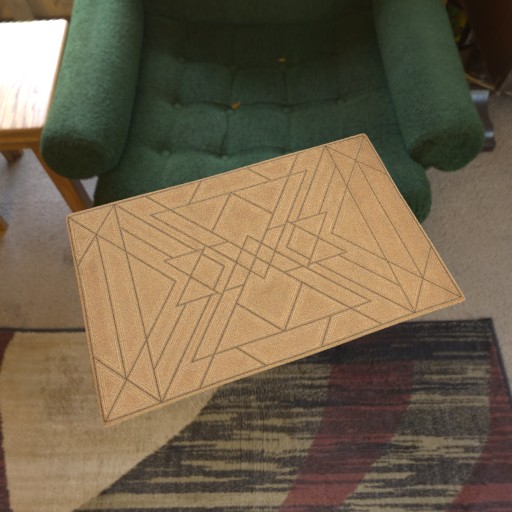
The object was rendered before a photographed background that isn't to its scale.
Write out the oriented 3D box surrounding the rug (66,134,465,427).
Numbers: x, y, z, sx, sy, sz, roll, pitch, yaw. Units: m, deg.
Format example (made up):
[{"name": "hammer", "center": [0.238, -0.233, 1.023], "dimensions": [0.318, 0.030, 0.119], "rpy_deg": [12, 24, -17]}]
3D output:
[{"name": "rug", "center": [0.000, 0.000, 3.143], "dimensions": [2.459, 0.023, 1.575], "rpy_deg": [-17, 64, -9]}]
